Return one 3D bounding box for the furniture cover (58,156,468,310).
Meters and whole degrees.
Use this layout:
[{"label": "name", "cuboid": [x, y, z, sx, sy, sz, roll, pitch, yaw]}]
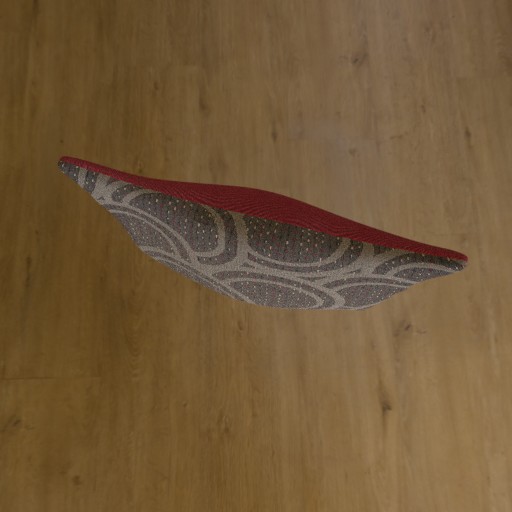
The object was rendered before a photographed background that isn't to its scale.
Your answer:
[{"label": "furniture cover", "cuboid": [0.000, 0.000, 0.781, 0.514, 0.513, 0.163, 14, 78, 3]}]
